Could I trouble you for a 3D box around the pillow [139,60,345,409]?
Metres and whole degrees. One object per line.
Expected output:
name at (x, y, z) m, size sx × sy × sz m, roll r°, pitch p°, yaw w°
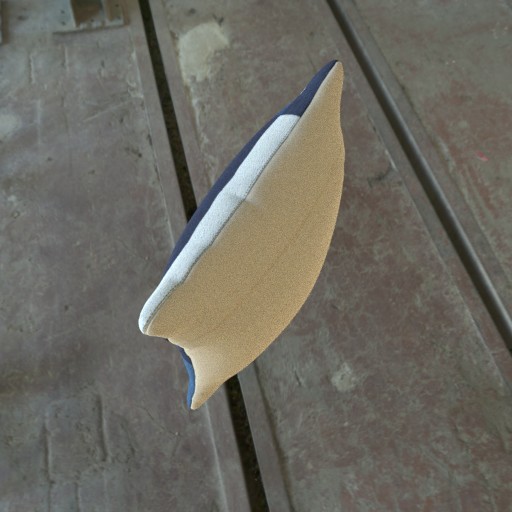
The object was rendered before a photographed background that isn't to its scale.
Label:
pillow at (0.000, 0.000, 0.805) m, size 0.229 × 0.506 × 0.536 m, roll 27°, pitch 66°, yaw 13°
